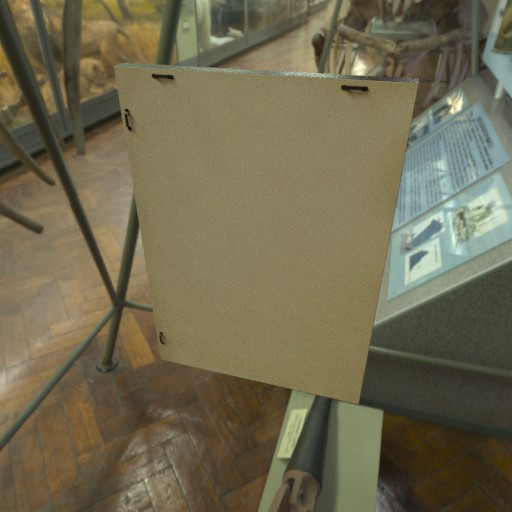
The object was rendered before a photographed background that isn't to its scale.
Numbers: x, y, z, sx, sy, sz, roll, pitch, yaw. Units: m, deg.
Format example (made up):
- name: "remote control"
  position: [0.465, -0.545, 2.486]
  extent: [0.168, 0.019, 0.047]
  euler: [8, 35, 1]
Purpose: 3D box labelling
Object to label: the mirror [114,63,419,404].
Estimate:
- name: "mirror"
  position: [0.000, 0.000, 0.913]
  extent: [0.507, 0.710, 0.039]
  euler: [9, 34, 14]
